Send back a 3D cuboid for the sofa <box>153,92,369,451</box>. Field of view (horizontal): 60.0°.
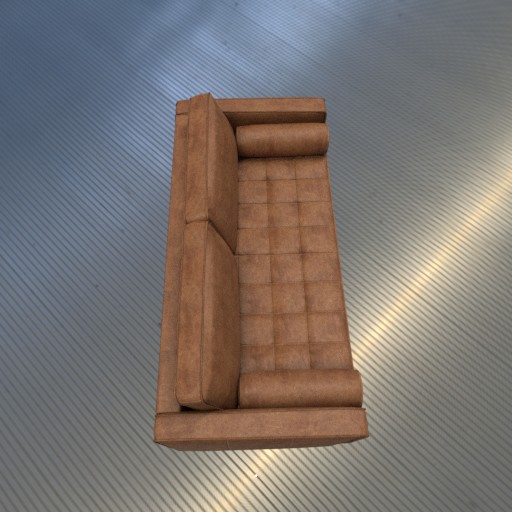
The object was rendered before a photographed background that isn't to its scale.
[{"bbox_3d":[0.000,0.000,2.416,0.924,0.825,1.920,-1,64,-1],"label":"sofa"}]
